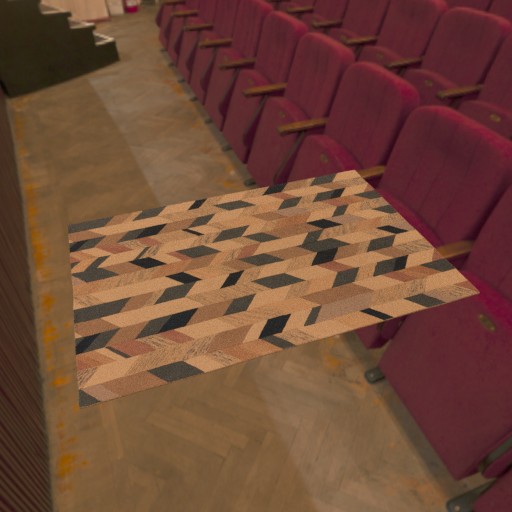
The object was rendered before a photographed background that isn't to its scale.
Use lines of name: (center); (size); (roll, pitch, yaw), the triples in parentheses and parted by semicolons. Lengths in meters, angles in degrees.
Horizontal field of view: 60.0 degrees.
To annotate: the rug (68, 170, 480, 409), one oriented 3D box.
rug: (0.000, 0.000, 2.281); (1.813, 0.006, 1.202); (-13, 43, -15)
